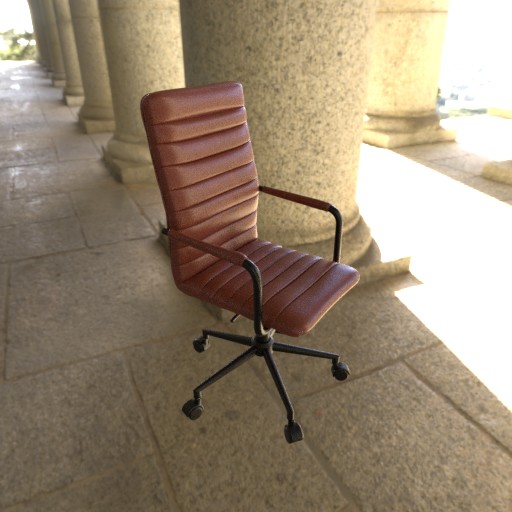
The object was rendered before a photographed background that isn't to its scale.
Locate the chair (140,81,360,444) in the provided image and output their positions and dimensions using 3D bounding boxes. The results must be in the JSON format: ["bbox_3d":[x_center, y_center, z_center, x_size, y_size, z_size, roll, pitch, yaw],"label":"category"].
[{"bbox_3d":[0.000,0.000,1.391,0.580,0.979,0.608,18,32,31],"label":"chair"}]
